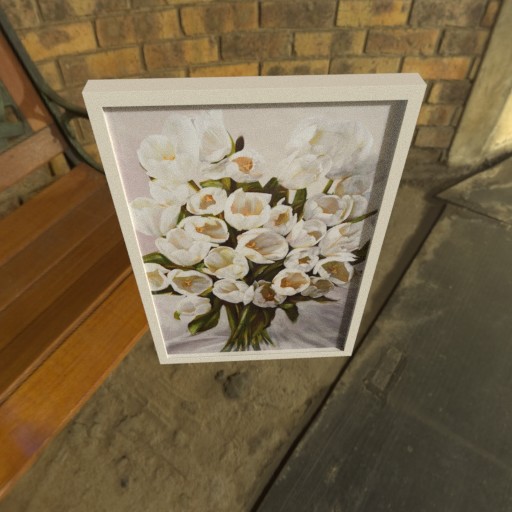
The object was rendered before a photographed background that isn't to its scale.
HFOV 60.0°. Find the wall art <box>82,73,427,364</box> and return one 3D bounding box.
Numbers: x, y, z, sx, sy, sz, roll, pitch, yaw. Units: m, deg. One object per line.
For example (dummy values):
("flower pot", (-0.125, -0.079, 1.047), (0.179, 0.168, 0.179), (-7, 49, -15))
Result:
("wall art", (0.000, 0.000, 0.824), (0.450, 0.657, 0.038), (-2, 45, -2))
